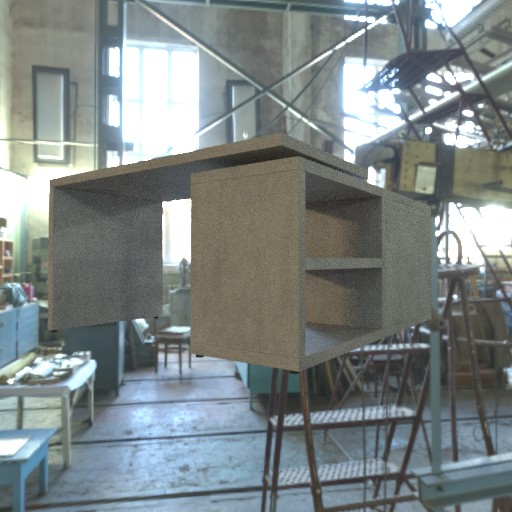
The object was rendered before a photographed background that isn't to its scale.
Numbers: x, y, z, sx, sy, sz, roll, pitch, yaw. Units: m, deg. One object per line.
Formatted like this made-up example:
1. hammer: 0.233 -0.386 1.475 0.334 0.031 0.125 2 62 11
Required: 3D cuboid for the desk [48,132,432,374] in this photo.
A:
1. desk: 0.000 0.000 2.347 1.400 0.740 1.500 0 -1 36
